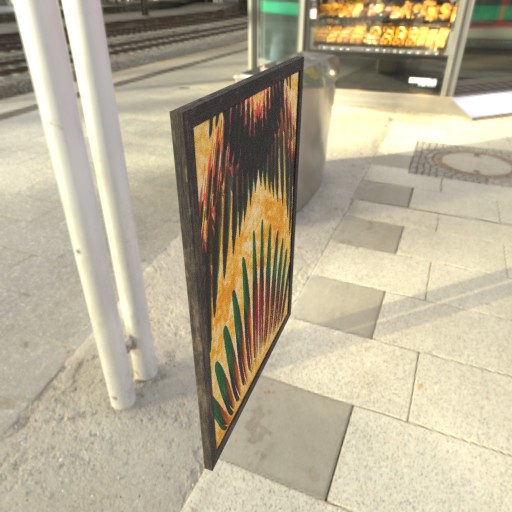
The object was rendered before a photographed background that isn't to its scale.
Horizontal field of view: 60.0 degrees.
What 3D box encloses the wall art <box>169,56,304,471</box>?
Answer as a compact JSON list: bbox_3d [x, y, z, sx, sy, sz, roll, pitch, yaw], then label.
[{"bbox_3d":[0.000,0.000,1.401,0.029,1.066,0.812,11,33,18],"label":"wall art"}]
